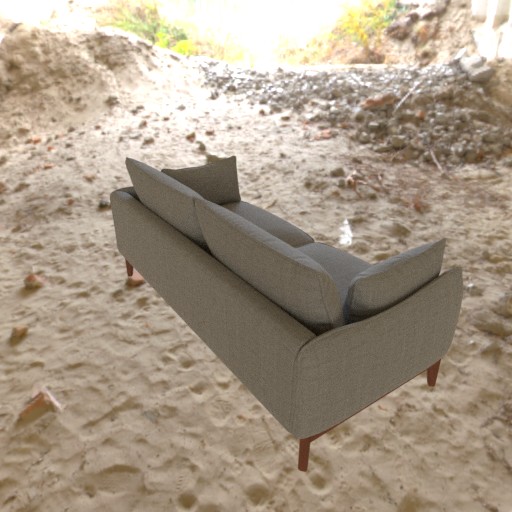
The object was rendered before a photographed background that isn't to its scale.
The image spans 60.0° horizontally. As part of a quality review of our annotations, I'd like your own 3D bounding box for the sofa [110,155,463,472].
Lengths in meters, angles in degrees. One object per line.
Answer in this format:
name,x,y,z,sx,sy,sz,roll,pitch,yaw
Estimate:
sofa,0.000,0.000,2.450,0.972,0.851,1.989,-18,32,-31
